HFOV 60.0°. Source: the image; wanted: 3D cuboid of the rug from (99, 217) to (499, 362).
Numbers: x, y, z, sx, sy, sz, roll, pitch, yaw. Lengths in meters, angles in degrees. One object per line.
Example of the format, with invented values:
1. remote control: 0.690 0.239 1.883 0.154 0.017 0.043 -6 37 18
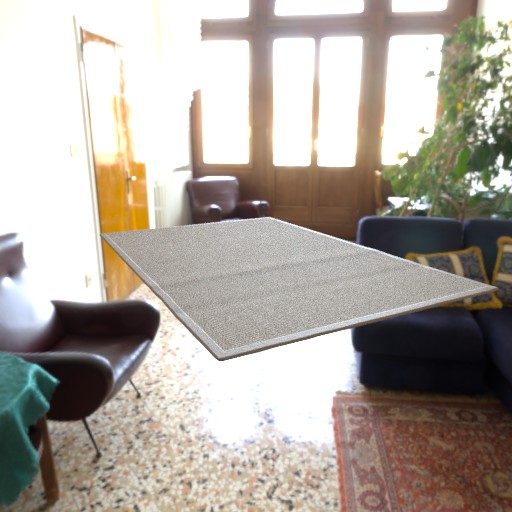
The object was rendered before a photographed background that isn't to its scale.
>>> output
1. rug: 0.000 0.000 2.842 1.540 0.021 2.290 -8 17 -27
